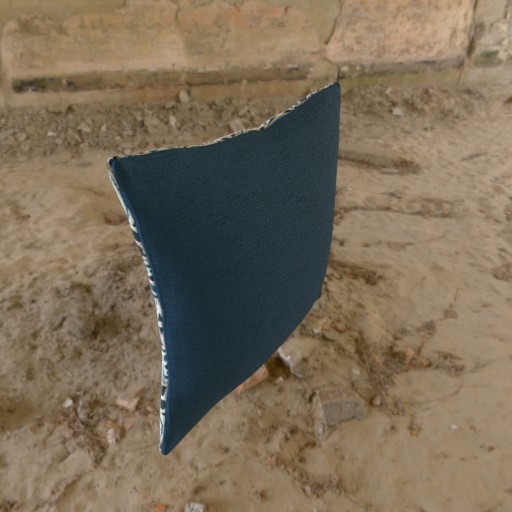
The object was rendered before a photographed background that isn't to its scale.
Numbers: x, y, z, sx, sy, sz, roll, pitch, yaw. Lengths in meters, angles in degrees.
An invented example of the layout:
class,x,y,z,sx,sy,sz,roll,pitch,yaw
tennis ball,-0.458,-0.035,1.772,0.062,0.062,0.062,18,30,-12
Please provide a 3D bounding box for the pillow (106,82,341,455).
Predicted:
class,x,y,z,sx,sy,sz,roll,pitch,yaw
pillow,0.000,0.000,0.641,0.145,0.420,0.440,21,38,30
